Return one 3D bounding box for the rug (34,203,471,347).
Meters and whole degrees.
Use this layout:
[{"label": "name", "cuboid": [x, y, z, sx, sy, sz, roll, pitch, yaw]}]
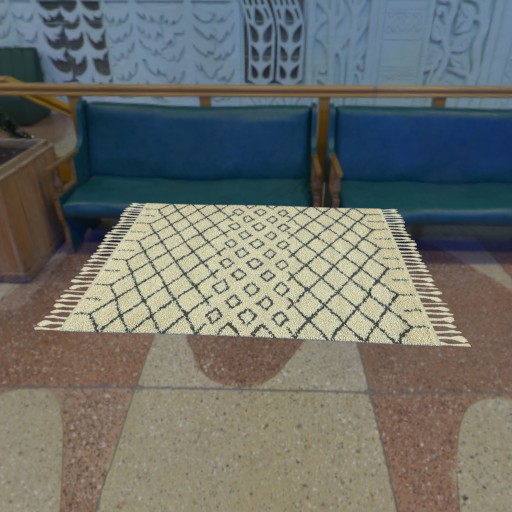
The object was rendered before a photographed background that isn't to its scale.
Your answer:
[{"label": "rug", "cuboid": [0.000, 0.000, 4.267, 3.213, 0.030, 2.388, 2, 30, 3]}]
